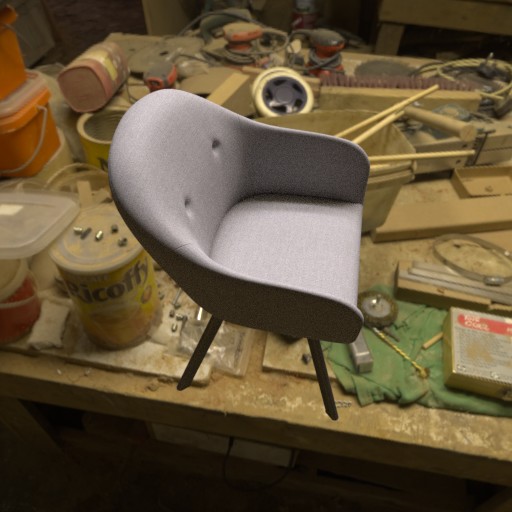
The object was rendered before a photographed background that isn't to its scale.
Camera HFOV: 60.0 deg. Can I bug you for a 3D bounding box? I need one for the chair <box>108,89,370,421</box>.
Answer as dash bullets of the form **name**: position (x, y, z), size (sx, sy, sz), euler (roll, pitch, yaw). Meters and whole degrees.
- **chair**: position (0.000, 0.000, 1.165), size (0.570, 0.780, 0.540), euler (8, 48, 8)
